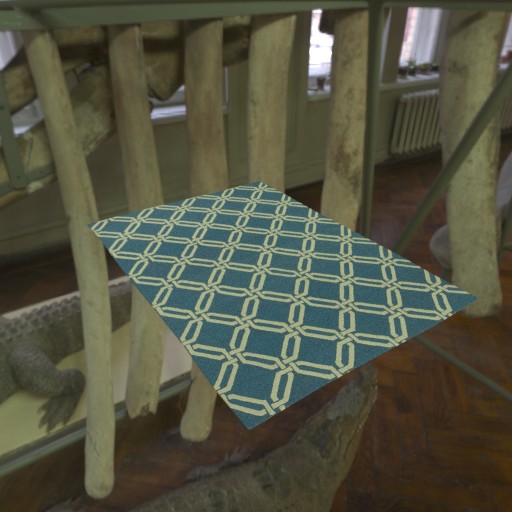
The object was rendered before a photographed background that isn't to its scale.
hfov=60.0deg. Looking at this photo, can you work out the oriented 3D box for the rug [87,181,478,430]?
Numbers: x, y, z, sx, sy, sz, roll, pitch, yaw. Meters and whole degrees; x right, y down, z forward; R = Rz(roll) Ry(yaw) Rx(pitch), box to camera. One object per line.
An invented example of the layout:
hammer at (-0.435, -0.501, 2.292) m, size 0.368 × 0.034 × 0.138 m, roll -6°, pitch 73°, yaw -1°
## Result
rug at (0.000, 0.000, 2.814) m, size 1.524 × 0.013 × 2.135 m, roll -19°, pitch 36°, yaw -29°
